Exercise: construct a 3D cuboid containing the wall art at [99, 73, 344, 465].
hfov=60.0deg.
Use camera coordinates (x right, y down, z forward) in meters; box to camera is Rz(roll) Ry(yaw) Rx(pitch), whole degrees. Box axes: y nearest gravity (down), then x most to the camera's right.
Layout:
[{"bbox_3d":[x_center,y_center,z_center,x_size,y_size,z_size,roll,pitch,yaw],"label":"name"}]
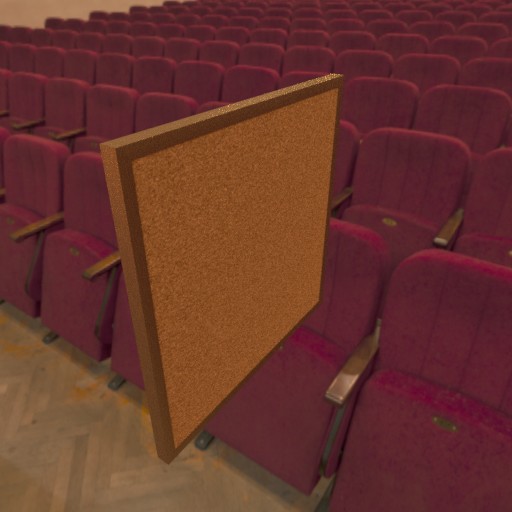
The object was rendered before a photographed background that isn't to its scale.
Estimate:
[{"bbox_3d":[0.000,0.000,1.126,0.036,0.765,0.767,20,37,30],"label":"wall art"}]
